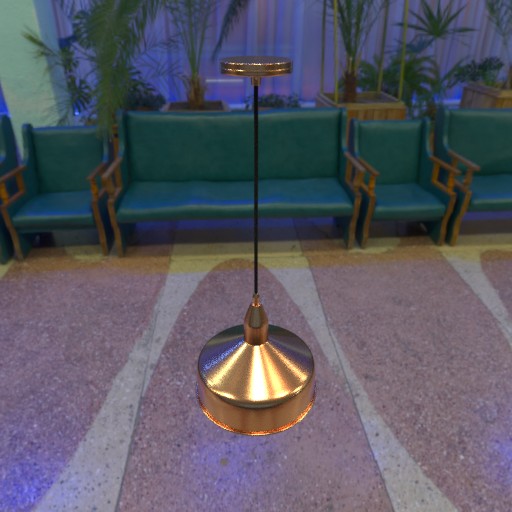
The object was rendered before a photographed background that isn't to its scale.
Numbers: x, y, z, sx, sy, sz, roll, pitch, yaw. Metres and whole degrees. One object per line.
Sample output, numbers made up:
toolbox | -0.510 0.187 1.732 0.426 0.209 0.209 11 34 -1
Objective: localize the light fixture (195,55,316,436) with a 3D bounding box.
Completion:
light fixture | 0.000 0.000 0.925 0.301 0.754 0.301 -1 30 -2
